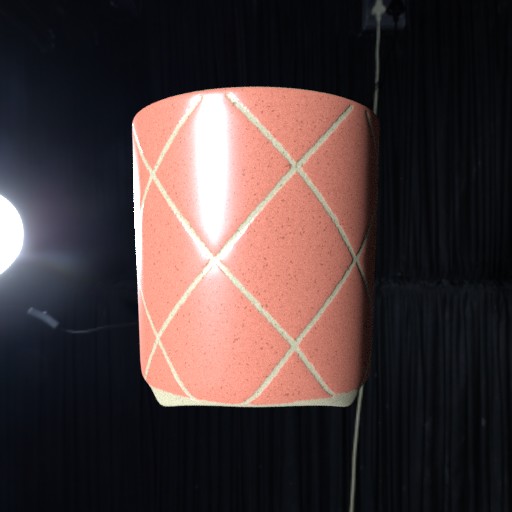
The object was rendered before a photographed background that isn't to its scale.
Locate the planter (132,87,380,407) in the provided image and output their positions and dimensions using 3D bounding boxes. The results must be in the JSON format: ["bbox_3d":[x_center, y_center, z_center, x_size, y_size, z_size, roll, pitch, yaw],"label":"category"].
[{"bbox_3d":[0.000,0.000,0.355,0.191,0.200,0.191,0,0,0],"label":"planter"}]
